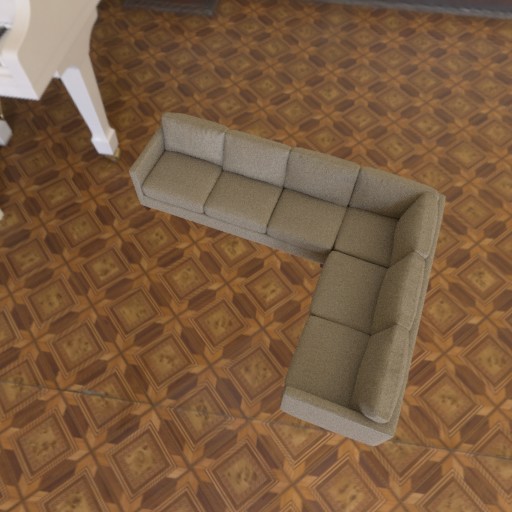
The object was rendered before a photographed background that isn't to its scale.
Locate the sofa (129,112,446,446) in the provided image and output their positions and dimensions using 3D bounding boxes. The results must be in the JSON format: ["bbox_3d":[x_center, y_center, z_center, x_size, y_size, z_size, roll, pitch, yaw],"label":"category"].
[{"bbox_3d":[0.000,0.000,4.528,3.302,0.947,2.593,19,62,11],"label":"sofa"}]
